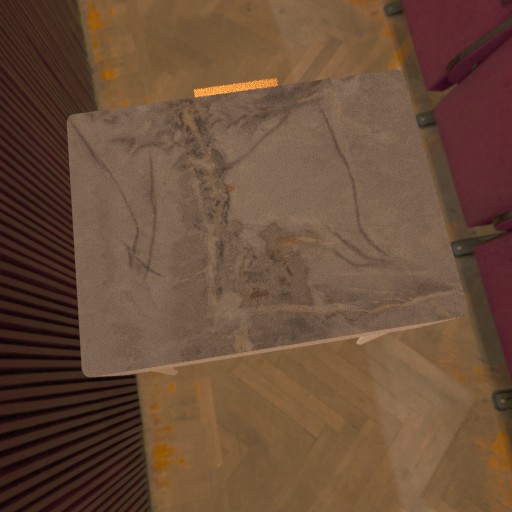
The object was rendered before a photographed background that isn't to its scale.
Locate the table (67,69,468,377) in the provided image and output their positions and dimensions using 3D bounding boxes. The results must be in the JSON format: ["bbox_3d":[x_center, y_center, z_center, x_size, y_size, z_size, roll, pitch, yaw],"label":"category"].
[{"bbox_3d":[0.000,0.000,0.886,0.500,0.570,0.400,-9,76,-2],"label":"table"}]
